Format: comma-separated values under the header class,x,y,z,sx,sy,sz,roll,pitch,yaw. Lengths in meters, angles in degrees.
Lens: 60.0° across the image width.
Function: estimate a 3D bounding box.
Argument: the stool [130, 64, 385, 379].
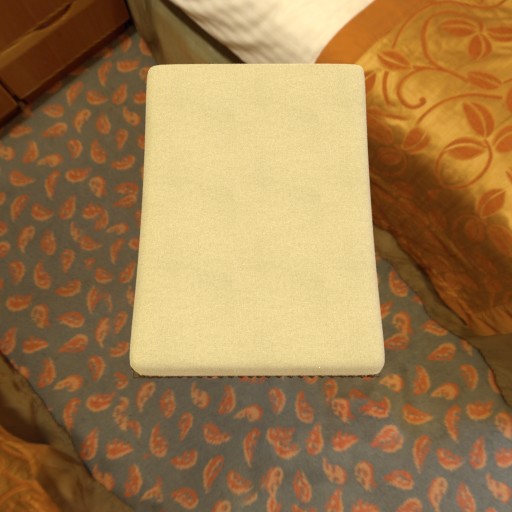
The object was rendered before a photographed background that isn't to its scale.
class,x,y,z,sx,sy,sz,roll,pitch,yaw
stool,0.000,0.000,0.934,0.361,0.642,0.500,0,76,0
